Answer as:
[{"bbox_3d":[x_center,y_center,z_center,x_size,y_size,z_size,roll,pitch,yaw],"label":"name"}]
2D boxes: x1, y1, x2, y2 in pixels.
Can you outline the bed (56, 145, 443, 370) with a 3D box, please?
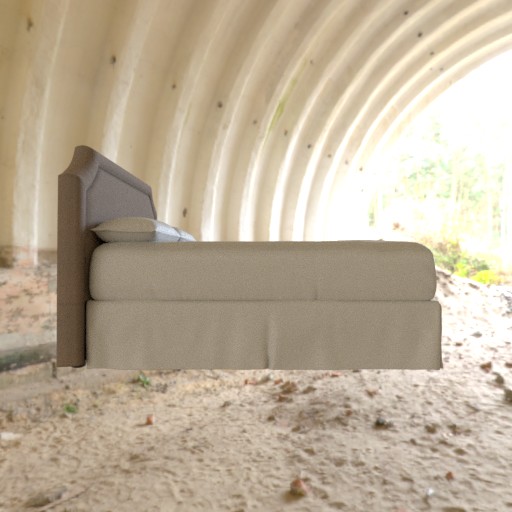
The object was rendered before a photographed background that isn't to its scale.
[{"bbox_3d":[0.000,0.000,3.289,2.164,1.303,1.828,0,-1,1],"label":"bed"}]
